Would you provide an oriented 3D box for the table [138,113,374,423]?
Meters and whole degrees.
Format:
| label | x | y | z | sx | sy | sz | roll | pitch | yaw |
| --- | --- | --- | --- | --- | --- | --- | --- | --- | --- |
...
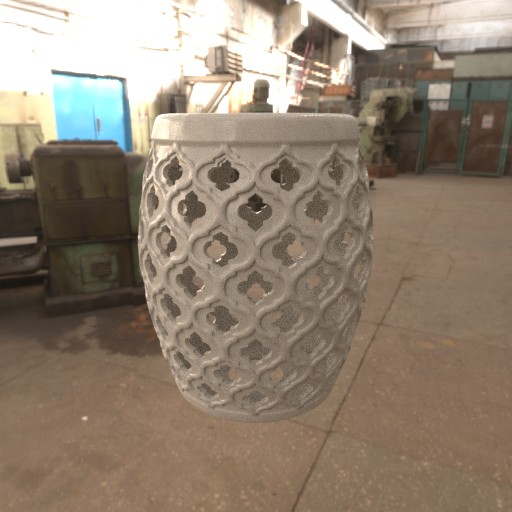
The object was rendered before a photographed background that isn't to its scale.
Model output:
| label | x | y | z | sx | sy | sz | roll | pitch | yaw |
| --- | --- | --- | --- | --- | --- | --- | --- | --- | --- |
| table | 0.000 | 0.000 | 0.640 | 0.325 | 0.388 | 0.325 | 0 | 17 | 0 |
